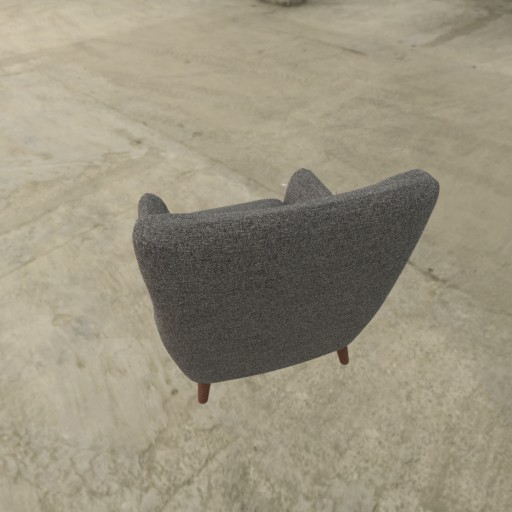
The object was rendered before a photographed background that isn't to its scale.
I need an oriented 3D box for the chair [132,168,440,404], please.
[{"bbox_3d":[0.000,0.000,1.793,0.889,1.039,0.940,-12,42,-13],"label":"chair"}]
